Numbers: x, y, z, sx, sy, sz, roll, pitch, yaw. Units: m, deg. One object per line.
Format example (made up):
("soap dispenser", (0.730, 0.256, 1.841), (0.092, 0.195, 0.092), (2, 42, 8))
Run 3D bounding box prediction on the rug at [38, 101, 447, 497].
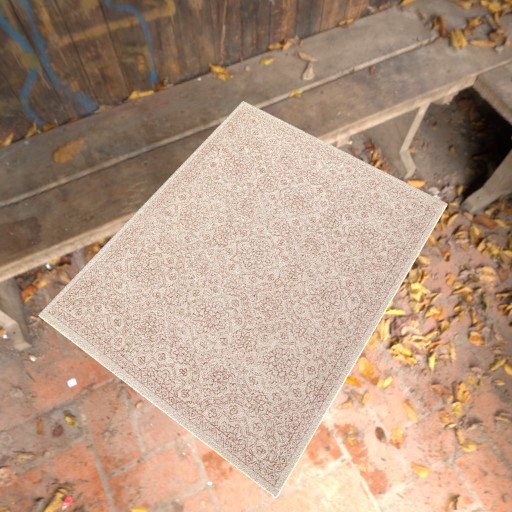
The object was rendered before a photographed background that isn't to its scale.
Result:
("rug", (0.000, 0.000, 4.057), (2.441, 0.015, 3.050), (31, 67, 15))
